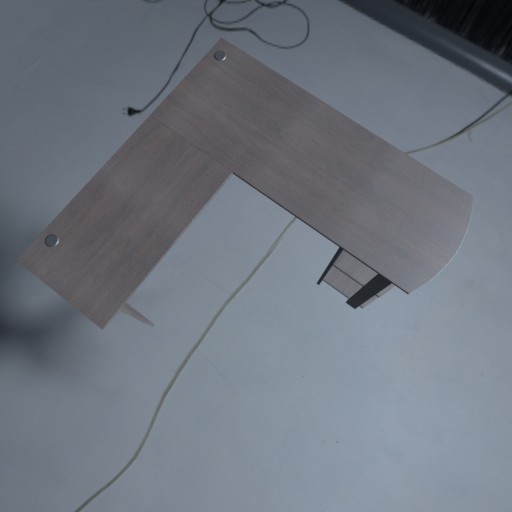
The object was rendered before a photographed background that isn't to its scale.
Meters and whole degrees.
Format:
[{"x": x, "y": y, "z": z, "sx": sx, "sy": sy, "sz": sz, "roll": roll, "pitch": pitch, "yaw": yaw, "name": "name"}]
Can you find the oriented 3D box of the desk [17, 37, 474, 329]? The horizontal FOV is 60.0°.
[{"x": 0.000, "y": 0.000, "z": 2.102, "sx": 1.361, "sy": 0.716, "sz": 1.303, "roll": 36, "pitch": 78, "yaw": 9, "name": "desk"}]
